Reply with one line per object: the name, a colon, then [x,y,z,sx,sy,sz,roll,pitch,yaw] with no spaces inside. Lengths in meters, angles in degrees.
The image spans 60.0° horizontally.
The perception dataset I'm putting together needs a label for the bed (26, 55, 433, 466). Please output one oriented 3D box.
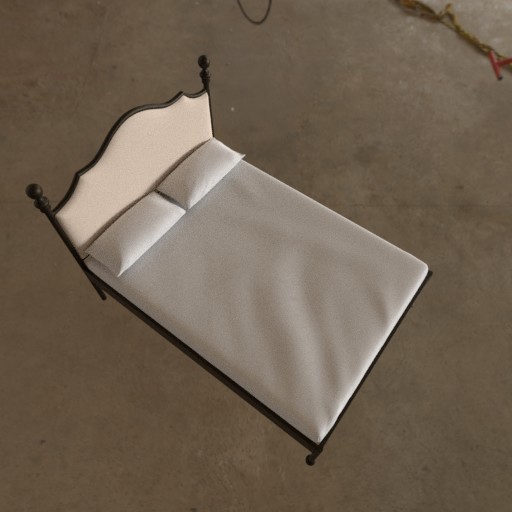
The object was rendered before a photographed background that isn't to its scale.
bed: [0.000,0.000,3.214,2.224,1.499,1.642,33,64,18]
